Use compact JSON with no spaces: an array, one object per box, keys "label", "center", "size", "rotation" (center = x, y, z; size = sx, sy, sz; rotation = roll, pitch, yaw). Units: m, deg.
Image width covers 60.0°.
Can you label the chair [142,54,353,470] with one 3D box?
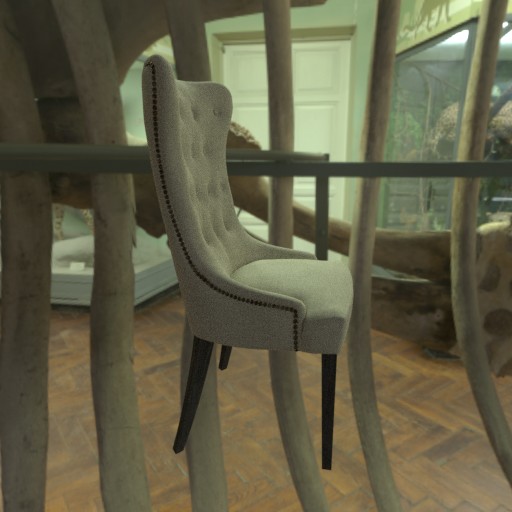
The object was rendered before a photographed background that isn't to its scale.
[{"label":"chair","center":[0.000,0.000,1.352],"size":[0.590,1.065,0.584],"rotation":[3,15,11]}]
